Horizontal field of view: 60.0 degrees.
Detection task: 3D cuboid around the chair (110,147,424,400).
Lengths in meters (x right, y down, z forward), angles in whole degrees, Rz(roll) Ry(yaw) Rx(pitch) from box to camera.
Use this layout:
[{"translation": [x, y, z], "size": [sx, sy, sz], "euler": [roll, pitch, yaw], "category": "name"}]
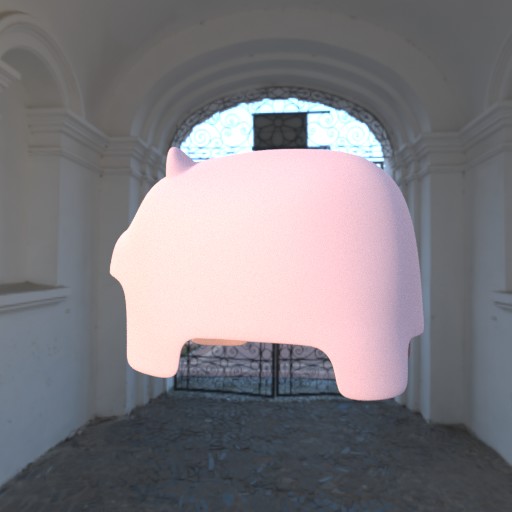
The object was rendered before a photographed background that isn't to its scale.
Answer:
[{"translation": [0.000, 0.000, 0.876], "size": [0.619, 0.423, 0.364], "euler": [0, -1, 21], "category": "chair"}]
